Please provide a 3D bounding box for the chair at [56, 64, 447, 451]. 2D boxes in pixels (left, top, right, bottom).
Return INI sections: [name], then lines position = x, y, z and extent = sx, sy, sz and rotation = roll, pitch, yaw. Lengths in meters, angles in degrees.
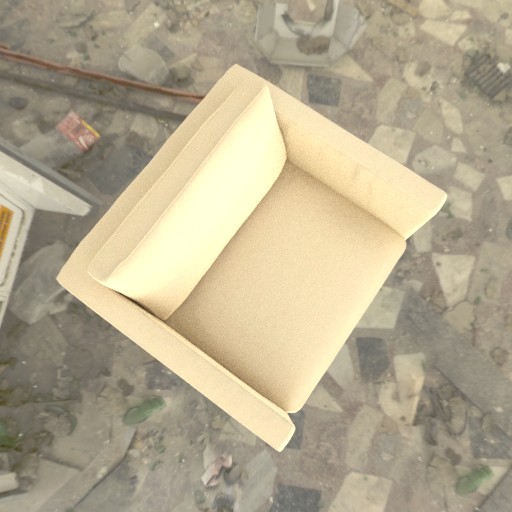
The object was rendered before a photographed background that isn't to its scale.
[chair]
position = 0.000, 0.000, 1.757
extent = 0.947, 0.851, 1.057
rotation = 35, 79, 8
